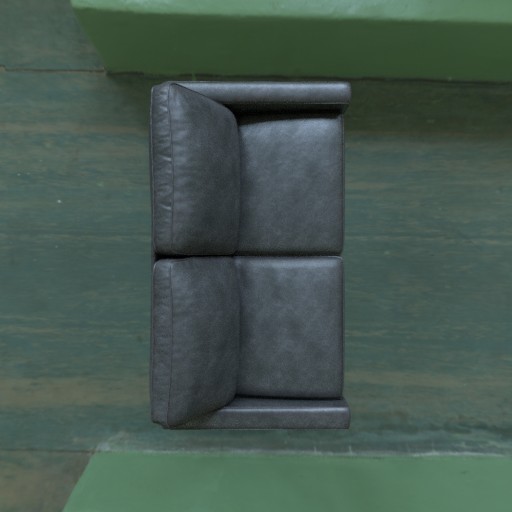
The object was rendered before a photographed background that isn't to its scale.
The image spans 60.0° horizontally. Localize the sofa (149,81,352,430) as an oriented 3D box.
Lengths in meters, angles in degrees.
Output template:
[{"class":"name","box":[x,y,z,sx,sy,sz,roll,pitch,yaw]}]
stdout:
[{"class":"sofa","box":[0.000,0.000,2.283,0.939,0.916,1.732,0,91,0]}]
